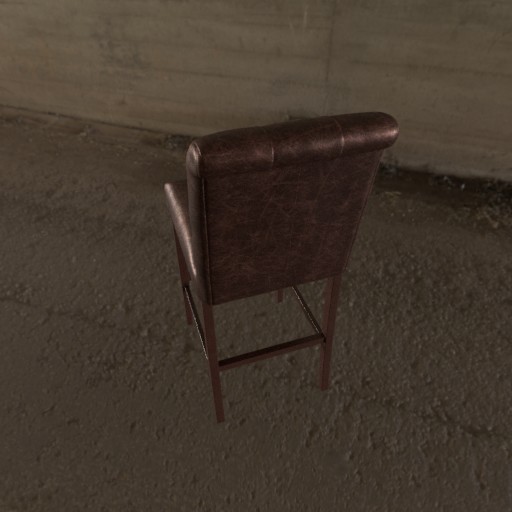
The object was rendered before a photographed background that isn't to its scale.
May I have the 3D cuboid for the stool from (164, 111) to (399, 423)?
[{"bbox_3d":[0.000,0.000,1.501,0.483,1.168,0.659,-12,42,-14],"label":"stool"}]
